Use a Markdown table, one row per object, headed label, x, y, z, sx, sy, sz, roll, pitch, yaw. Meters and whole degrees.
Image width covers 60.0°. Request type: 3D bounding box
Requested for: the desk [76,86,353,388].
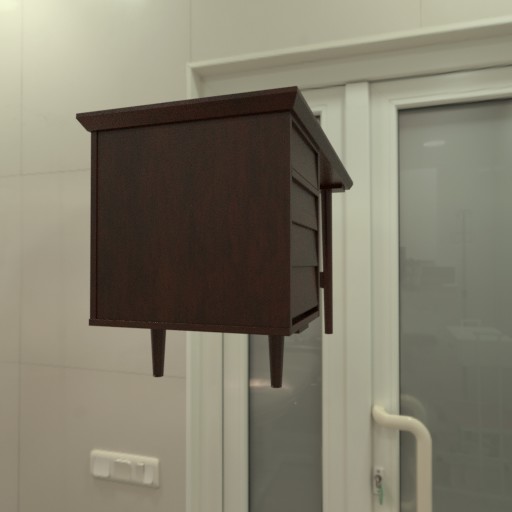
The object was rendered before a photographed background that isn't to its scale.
| label | x | y | z | sx | sy | sz | roll | pitch | yaw |
| --- | --- | --- | --- | --- | --- | --- | --- | --- | --- |
| desk | 0.000 | 0.000 | 1.708 | 0.612 | 0.758 | 1.277 | 0 | -1 | 18 |
